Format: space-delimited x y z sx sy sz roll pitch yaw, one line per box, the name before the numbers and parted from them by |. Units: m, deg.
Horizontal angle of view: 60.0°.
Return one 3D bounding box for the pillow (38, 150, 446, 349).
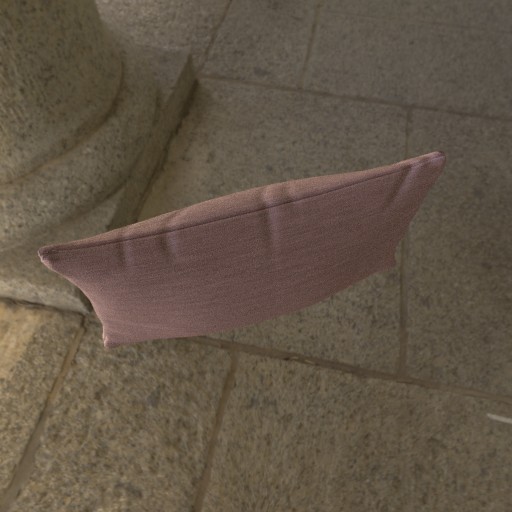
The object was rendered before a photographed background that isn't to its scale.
pillow | 0.000 0.000 0.795 0.633 0.338 0.210 -15 59 -9
